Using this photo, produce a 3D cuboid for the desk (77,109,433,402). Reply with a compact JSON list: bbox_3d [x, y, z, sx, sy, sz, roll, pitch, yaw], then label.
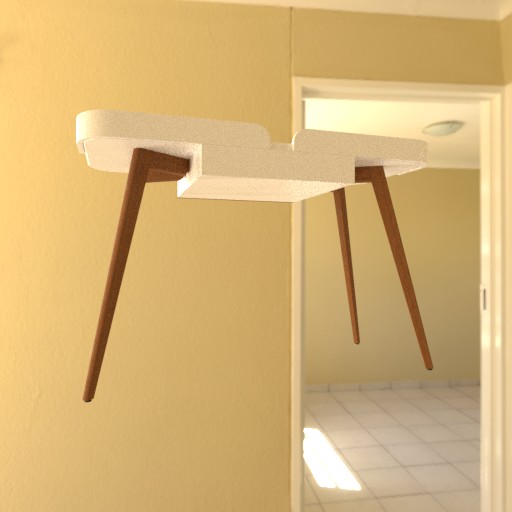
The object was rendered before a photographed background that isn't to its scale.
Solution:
[{"bbox_3d":[0.000,0.000,1.632,1.206,0.807,0.534,0,0,-18],"label":"desk"}]
